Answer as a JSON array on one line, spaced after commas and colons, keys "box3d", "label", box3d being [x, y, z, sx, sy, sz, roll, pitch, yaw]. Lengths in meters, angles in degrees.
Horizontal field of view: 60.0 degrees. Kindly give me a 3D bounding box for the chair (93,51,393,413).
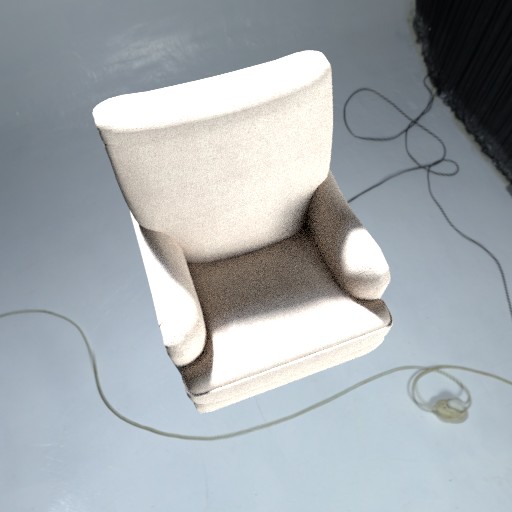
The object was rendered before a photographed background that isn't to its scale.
[{"box3d": [0.000, 0.000, 1.825, 0.879, 1.119, 0.953, -18, 63, -9], "label": "chair"}]
